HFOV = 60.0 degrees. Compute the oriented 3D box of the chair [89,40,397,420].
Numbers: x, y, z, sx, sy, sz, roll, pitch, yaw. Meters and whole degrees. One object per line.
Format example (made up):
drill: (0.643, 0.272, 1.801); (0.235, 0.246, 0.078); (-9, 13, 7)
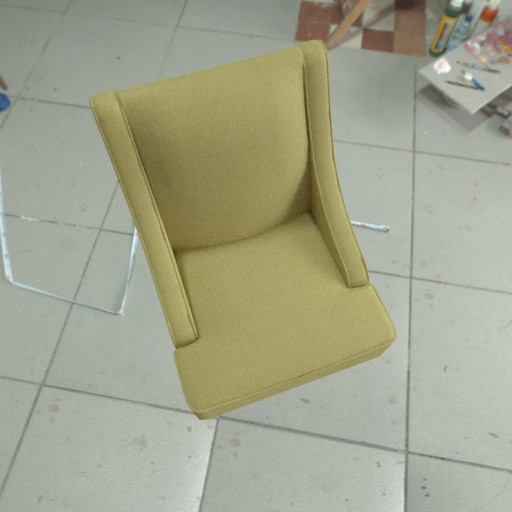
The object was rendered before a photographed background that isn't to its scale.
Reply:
chair: (0.000, 0.000, 1.460); (0.696, 0.896, 0.814); (-18, 65, -8)
